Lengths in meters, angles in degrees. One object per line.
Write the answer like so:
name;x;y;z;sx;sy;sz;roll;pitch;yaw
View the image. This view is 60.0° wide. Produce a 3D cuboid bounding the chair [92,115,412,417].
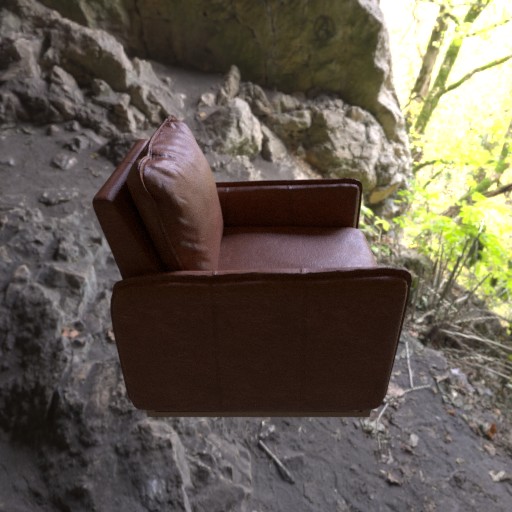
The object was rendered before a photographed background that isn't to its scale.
chair;0.000;0.000;1.650;0.922;0.922;0.830;0;31;0
